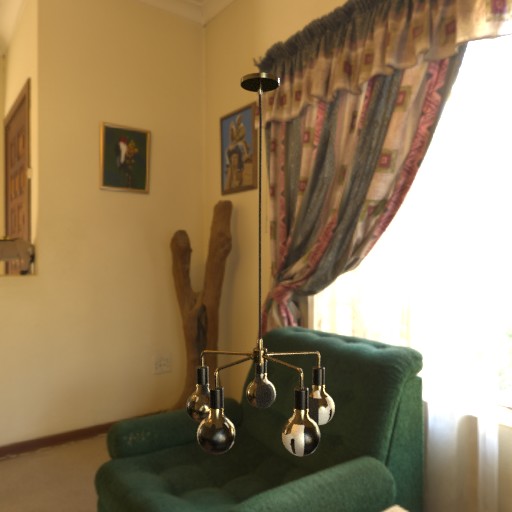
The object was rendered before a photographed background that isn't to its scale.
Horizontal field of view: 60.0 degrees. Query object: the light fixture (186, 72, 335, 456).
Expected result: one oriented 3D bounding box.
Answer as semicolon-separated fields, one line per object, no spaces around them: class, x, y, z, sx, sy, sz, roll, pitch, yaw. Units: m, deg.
light fixture;0.000;0.000;1.237;0.438;0.988;0.421;0;0;38
